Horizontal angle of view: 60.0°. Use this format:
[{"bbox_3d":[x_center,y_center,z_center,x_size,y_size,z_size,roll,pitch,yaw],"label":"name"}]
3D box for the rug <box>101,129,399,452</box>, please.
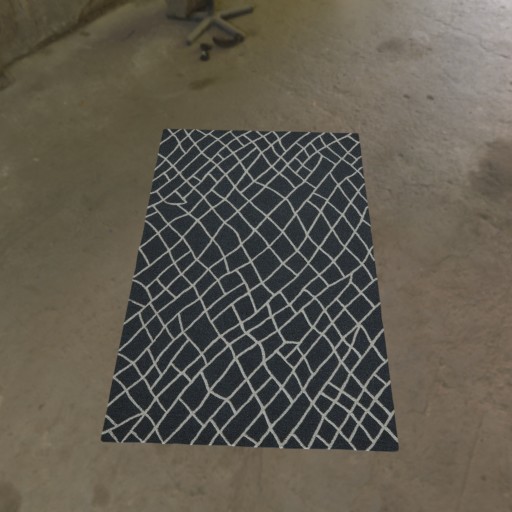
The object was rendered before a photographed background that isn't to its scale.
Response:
[{"bbox_3d":[0.000,0.000,2.284,1.223,0.013,1.830,2,58,1],"label":"rug"}]
